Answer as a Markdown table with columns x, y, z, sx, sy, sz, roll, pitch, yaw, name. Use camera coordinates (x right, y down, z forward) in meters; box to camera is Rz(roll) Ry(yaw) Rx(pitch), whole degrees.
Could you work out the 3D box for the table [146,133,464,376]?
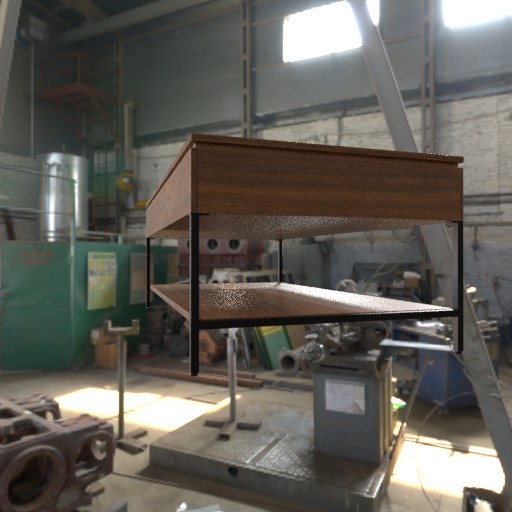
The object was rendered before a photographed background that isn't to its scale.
| x | y | z | sx | sy | sz | roll | pitch | yaw | name |
| --- | --- | --- | --- | --- | --- | --- | --- | --- | --- |
| 0.000 | 0.000 | 1.343 | 0.574 | 0.414 | 1.057 | 0 | 0 | -18 | table |
